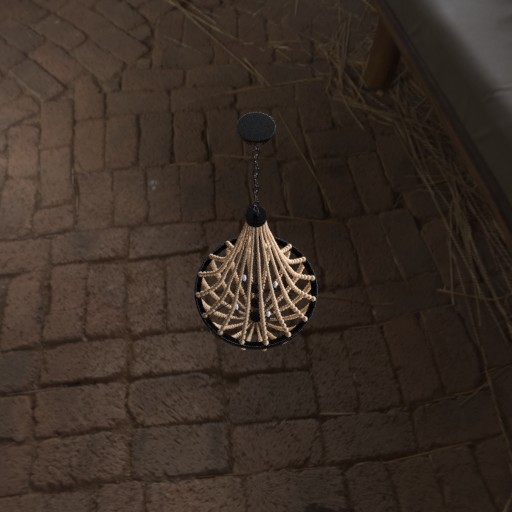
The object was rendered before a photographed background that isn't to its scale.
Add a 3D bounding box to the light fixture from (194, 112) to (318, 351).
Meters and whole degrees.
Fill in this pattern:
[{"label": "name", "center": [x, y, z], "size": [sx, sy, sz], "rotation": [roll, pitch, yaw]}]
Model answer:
[{"label": "light fixture", "center": [0.000, 0.000, 1.398], "size": [0.450, 1.133, 0.450], "rotation": [0, 62, 0]}]
